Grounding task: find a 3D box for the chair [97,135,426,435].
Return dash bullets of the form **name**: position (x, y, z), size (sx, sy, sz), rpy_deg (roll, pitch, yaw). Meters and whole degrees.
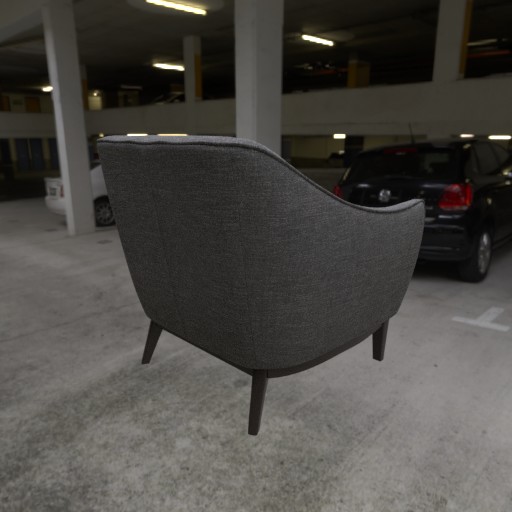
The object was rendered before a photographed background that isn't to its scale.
- **chair**: position (0.000, 0.000, 1.574), size (0.870, 0.829, 0.851), rpy_deg (15, 21, 43)
